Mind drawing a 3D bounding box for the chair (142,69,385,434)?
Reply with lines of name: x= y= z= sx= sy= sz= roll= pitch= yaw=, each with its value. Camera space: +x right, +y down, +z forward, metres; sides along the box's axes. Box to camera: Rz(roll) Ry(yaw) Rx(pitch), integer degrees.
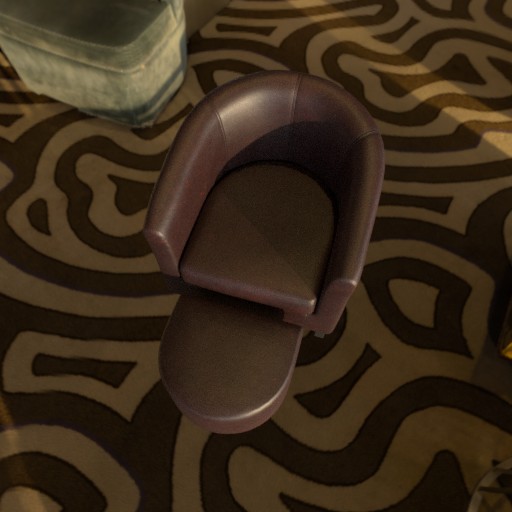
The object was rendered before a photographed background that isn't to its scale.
chair: x=0.000 y=0.000 z=1.629 sx=0.737 sy=0.755 sz=1.176 roll=14 pitch=60 yaw=8
